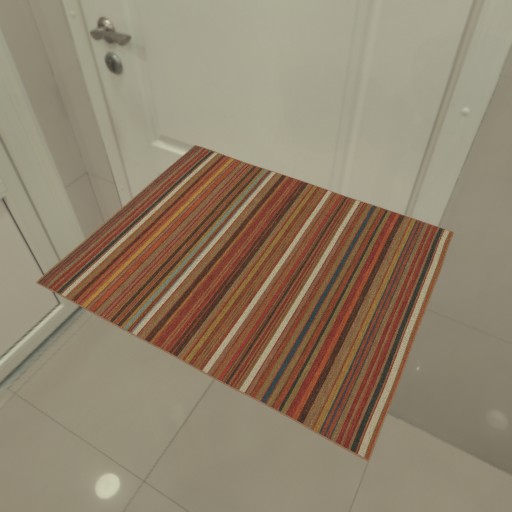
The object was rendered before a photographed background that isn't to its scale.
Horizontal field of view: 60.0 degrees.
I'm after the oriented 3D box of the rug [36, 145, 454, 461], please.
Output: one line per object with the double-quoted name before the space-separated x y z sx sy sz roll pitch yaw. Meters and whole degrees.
"rug" 0.000 0.000 4.130 3.092 0.023 2.479 23 51 20
